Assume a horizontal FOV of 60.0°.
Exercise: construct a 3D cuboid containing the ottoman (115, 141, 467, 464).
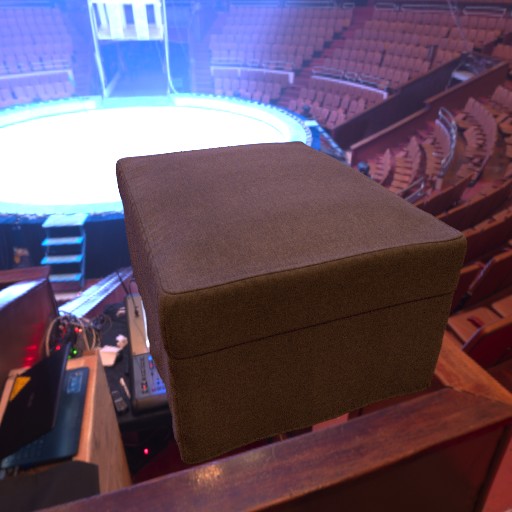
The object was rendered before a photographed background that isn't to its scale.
[{"bbox_3d":[0.000,0.000,1.237,0.652,0.492,0.833,-11,31,-18],"label":"ottoman"}]
